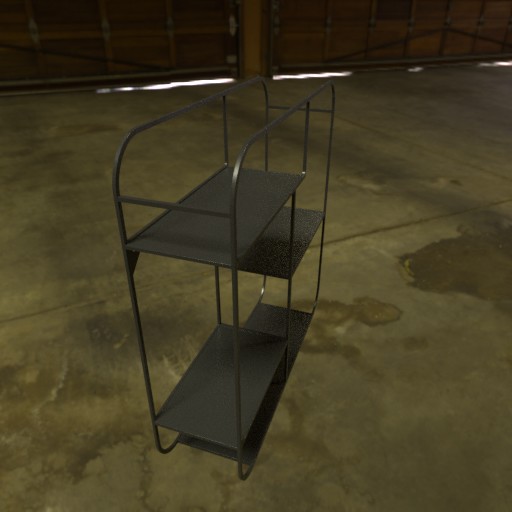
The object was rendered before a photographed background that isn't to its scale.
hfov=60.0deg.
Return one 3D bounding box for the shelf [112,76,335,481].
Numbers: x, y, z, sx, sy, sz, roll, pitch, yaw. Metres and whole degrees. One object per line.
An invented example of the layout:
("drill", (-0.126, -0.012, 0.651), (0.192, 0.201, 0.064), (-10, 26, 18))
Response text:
("shelf", (0.000, 0.000, 0.881), (0.160, 0.600, 0.600), (10, 31, 17))
